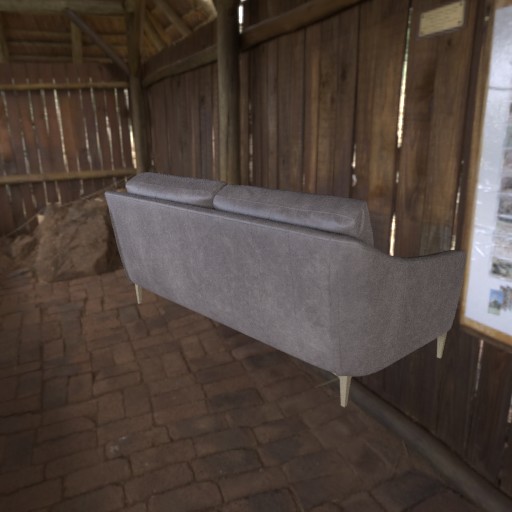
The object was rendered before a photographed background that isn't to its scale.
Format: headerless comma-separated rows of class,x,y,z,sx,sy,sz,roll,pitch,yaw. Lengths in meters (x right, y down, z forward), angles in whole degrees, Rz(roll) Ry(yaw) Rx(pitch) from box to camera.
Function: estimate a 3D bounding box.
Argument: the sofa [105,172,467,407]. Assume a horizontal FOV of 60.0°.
sofa,0.000,0.000,2.593,2.036,0.902,0.960,15,22,43
